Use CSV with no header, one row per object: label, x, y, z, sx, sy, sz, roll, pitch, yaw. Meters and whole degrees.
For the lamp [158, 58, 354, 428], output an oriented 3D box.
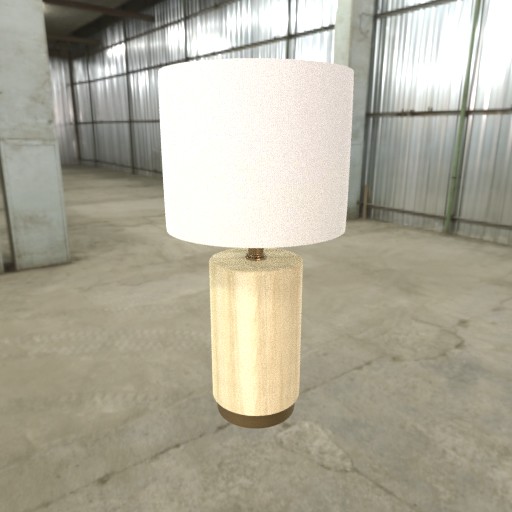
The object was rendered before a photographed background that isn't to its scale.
lamp,0.000,0.000,0.581,0.228,0.444,0.228,-2,15,-9
